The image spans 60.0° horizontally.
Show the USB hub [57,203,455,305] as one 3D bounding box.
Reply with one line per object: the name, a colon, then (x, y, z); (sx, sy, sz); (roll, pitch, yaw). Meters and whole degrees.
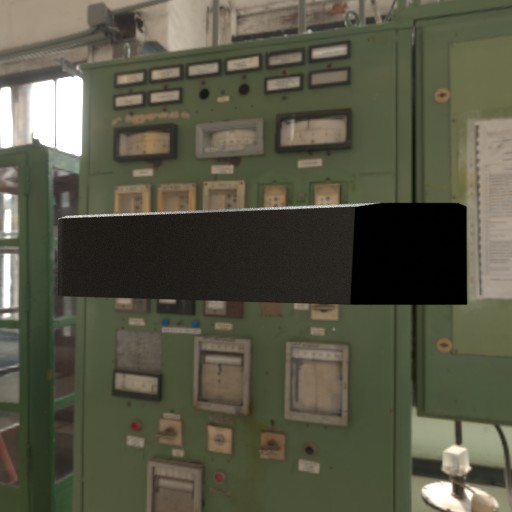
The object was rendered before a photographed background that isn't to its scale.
USB hub: (0.000, 0.000, 0.131); (0.110, 0.023, 0.044); (0, -1, 18)
